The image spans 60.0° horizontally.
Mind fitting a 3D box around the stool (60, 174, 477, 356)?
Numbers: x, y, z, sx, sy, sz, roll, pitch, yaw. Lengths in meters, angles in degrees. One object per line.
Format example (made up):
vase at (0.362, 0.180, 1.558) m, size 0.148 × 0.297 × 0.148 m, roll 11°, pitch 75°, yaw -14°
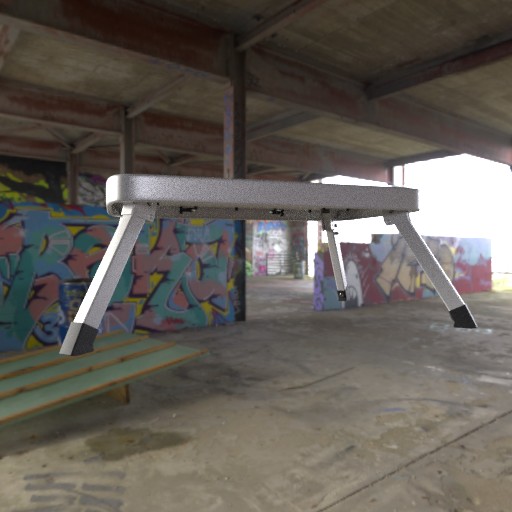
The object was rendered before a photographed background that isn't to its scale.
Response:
stool at (0.000, 0.000, 0.601) m, size 0.460 × 0.170 × 0.320 m, roll 0°, pitch 1°, yaw -18°
